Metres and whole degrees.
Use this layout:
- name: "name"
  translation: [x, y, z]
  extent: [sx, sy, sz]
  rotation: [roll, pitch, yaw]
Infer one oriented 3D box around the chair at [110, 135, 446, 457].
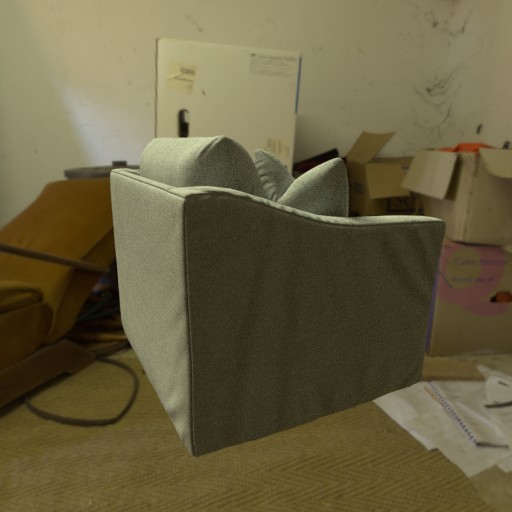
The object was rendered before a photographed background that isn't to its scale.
- name: "chair"
  translation: [0.000, 0.000, 2.028]
  extent: [1.071, 1.059, 1.194]
  rotation: [-8, 17, -26]
